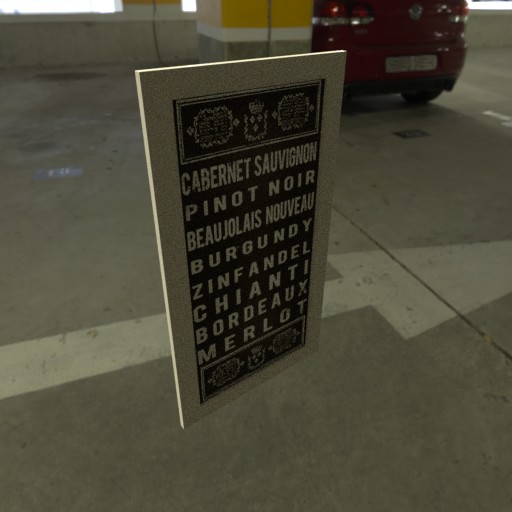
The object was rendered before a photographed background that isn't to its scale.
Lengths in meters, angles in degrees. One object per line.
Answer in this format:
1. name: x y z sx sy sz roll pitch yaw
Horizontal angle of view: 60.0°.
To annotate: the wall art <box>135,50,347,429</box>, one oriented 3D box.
1. wall art: 0.000 0.000 0.836 0.380 0.683 0.013 -21 37 -31
